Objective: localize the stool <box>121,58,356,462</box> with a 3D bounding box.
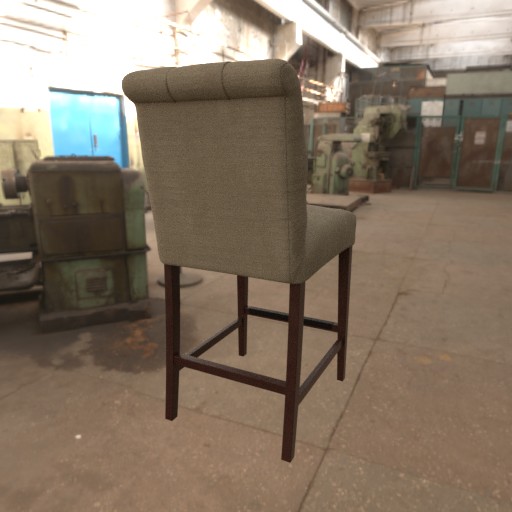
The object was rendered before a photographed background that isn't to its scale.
[{"bbox_3d":[0.000,0.000,1.443,0.486,1.084,0.660,8,16,26],"label":"stool"}]
